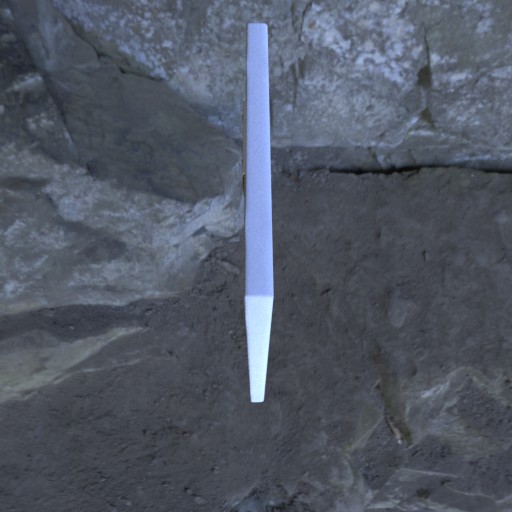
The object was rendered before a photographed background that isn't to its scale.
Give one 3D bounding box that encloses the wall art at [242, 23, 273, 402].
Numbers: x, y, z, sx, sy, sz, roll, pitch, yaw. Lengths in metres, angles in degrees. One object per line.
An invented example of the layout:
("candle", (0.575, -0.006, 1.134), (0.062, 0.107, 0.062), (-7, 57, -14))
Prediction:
("wall art", (0.000, 0.000, 1.173), (0.048, 0.916, 0.602), (0, 63, 0))
